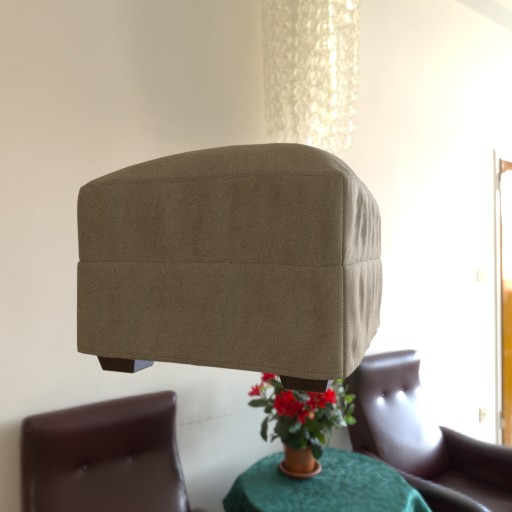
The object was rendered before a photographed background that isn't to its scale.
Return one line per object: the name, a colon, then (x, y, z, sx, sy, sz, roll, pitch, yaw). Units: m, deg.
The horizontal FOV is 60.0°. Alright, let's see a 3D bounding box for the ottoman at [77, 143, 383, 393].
ottoman: (0.000, 0.000, 1.114, 0.584, 0.480, 0.712, 0, -1, 20)
